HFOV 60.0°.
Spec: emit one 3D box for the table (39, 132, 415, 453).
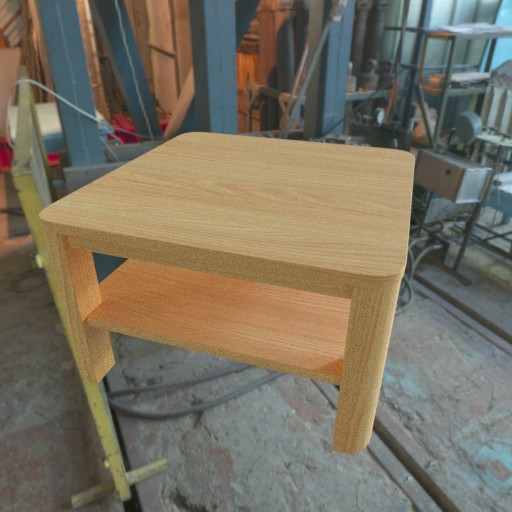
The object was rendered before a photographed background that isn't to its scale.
[{"bbox_3d":[0.000,0.000,1.226,0.750,0.450,0.750,9,31,16],"label":"table"}]
